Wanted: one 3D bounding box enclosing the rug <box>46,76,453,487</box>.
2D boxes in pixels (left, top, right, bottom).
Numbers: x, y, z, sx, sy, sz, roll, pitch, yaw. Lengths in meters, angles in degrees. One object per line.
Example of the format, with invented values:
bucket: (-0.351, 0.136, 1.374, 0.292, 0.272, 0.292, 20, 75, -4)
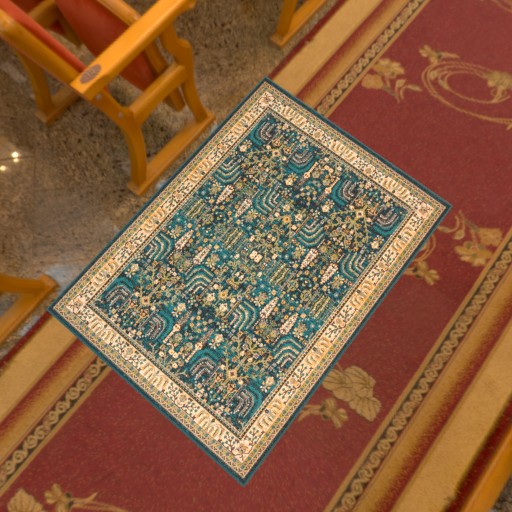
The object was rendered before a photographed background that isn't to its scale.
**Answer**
rug: (0.000, 0.000, 3.975, 2.226, 0.015, 3.044, 38, 78, 10)
